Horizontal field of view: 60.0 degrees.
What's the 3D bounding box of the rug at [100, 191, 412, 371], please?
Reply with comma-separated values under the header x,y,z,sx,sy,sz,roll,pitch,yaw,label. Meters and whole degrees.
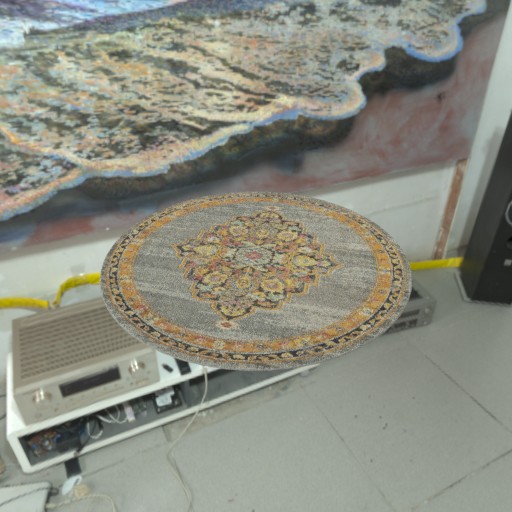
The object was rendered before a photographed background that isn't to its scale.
x,y,z,sx,sy,sz,roll,pitch,yaw,label
0.000,0.000,3.520,2.382,0.014,2.382,0,33,0,rug
